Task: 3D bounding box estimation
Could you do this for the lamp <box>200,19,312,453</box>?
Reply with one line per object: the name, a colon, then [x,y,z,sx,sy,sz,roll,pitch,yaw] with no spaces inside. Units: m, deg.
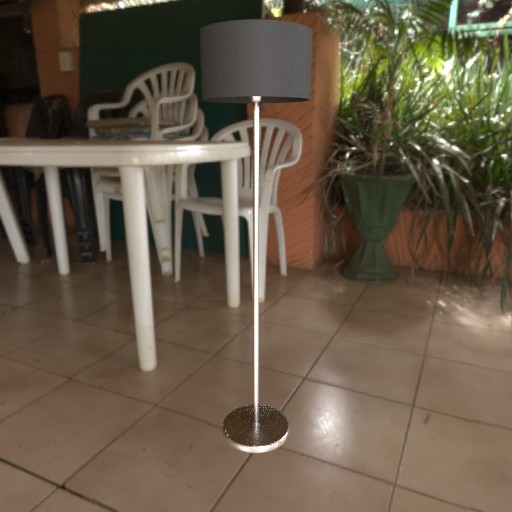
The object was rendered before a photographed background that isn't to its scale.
lamp: [0.000,0.000,1.576,0.348,1.443,0.348,7,17,23]
